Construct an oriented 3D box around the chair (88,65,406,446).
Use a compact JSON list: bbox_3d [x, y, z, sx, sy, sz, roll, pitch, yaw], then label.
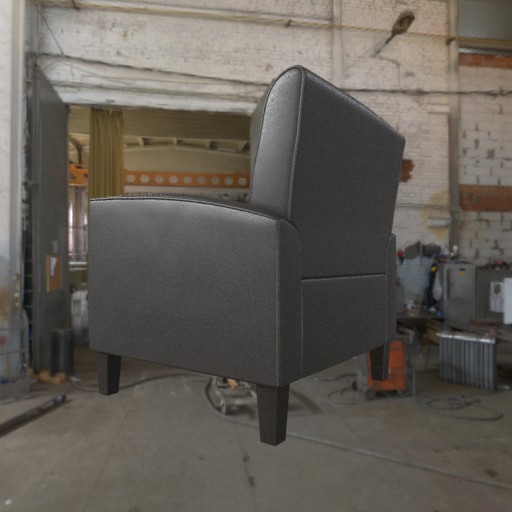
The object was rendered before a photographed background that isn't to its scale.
[{"bbox_3d":[0.000,0.000,1.556,0.819,0.916,0.820,0,-1,37],"label":"chair"}]
